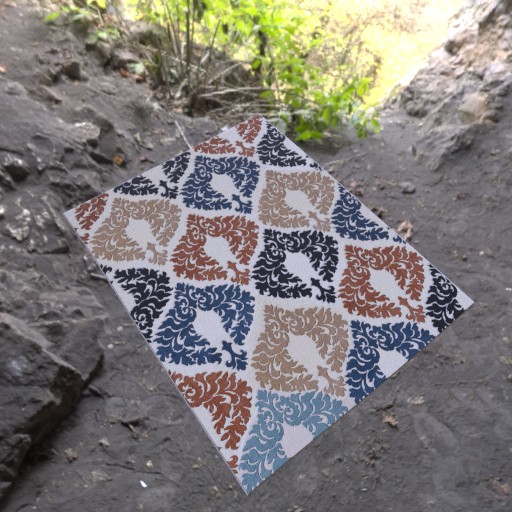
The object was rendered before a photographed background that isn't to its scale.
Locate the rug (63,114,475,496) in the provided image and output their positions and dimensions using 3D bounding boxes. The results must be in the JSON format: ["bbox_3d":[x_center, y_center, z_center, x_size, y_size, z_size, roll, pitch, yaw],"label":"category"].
[{"bbox_3d":[0.000,0.000,4.040,2.423,0.014,3.040,-33,63,-19],"label":"rug"}]
